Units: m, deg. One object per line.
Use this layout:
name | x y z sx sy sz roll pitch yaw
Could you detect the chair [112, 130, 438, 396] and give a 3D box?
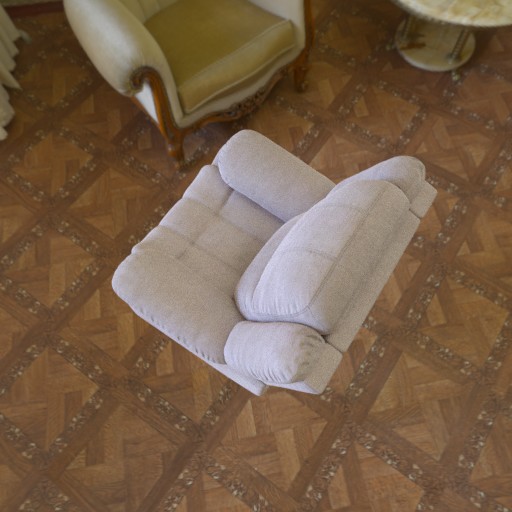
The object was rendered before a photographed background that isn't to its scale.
chair | 0.000 0.000 1.773 0.944 1.008 0.899 31 68 14
